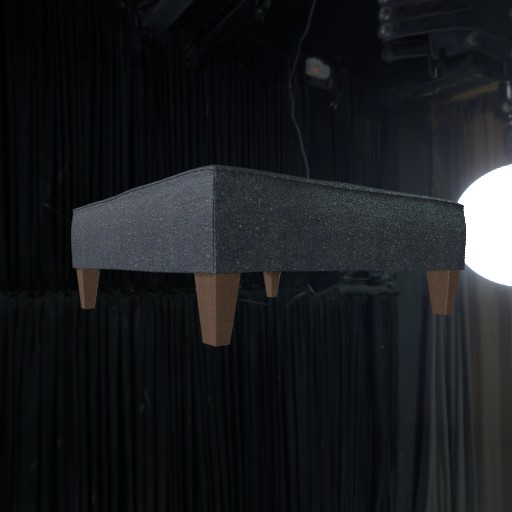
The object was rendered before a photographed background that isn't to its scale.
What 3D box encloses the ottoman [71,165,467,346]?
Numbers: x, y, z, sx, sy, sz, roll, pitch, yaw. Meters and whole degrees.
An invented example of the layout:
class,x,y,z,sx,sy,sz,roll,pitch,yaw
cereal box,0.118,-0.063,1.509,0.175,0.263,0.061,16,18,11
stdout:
class,x,y,z,sx,sy,sz,roll,pitch,yaw
ottoman,0.000,0.000,1.536,0.968,0.382,1.004,1,-1,-37
